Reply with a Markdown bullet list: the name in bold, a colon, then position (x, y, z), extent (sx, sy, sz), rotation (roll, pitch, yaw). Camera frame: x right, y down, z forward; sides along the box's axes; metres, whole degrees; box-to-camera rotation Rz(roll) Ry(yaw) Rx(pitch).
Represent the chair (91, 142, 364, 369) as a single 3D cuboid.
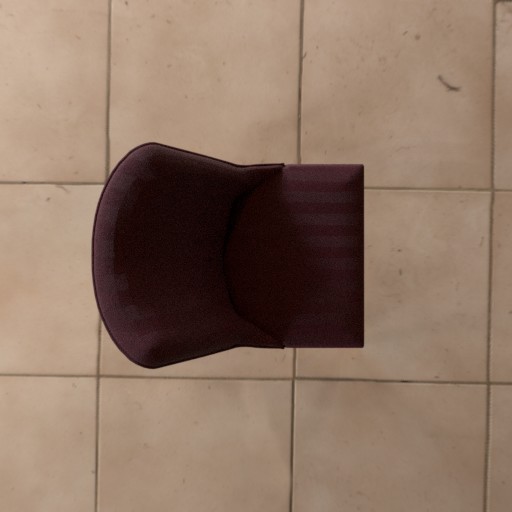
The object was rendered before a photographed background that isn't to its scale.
- **chair**: position (0.000, 0.000, 1.285), extent (0.638, 0.916, 0.548), rotation (0, 90, 0)
